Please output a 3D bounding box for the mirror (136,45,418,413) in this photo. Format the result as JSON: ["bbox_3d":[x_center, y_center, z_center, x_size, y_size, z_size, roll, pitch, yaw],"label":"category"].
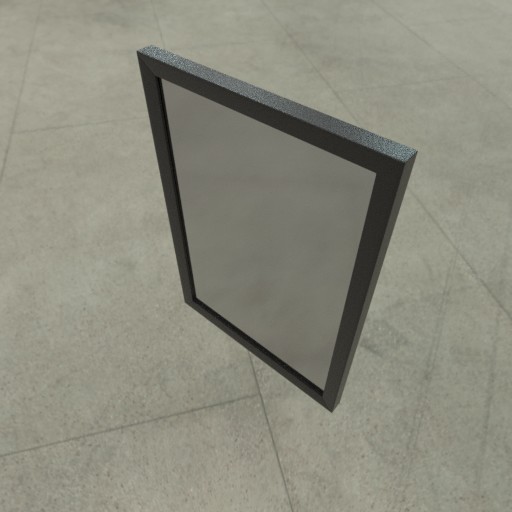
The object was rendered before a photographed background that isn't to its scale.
[{"bbox_3d":[0.000,0.000,0.917,0.507,0.710,0.040,32,54,26],"label":"mirror"}]
